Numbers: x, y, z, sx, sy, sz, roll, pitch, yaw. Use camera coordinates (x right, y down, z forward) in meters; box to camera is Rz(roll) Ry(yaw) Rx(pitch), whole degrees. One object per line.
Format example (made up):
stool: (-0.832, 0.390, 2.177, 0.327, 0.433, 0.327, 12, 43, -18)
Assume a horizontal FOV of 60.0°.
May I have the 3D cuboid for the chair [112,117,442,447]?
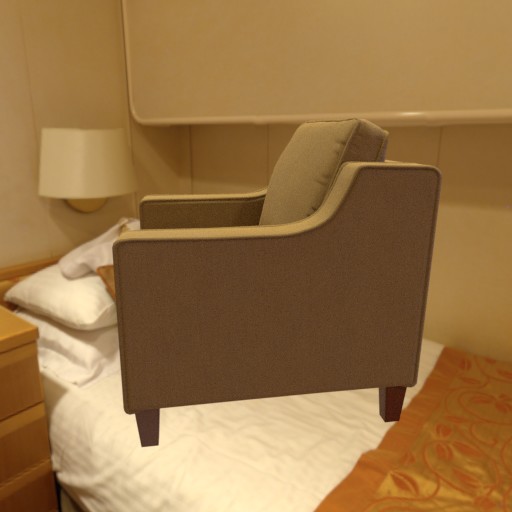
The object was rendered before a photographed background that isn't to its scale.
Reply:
chair: (0.000, 0.000, 1.626, 0.909, 0.960, 0.831, -2, 16, -8)
